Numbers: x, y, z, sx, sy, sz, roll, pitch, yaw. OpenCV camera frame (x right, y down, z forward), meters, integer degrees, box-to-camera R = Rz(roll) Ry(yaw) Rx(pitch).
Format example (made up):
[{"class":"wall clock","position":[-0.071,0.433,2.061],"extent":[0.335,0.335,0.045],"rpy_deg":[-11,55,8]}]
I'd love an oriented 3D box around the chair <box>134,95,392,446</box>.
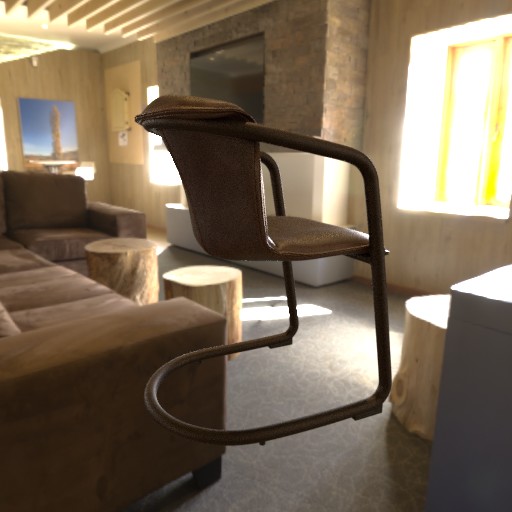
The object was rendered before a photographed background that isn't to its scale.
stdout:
[{"class":"chair","position":[0.000,0.000,1.261],"extent":[0.664,0.836,0.536],"rpy_deg":[-6,14,-25]}]
